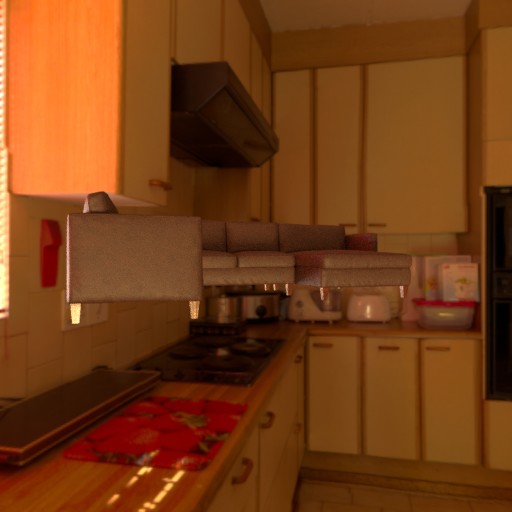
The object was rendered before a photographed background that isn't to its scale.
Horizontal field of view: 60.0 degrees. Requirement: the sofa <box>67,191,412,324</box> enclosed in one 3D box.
[{"bbox_3d":[0.000,0.000,4.668,3.460,0.923,2.593,0,0,-17],"label":"sofa"}]
